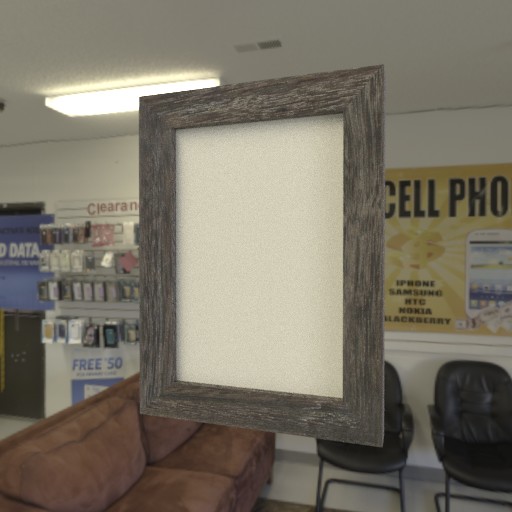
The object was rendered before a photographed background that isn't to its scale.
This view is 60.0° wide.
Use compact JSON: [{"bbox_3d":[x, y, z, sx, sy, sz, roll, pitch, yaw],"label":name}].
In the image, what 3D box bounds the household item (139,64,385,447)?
[{"bbox_3d":[0.000,0.000,0.239,0.133,0.180,0.020,0,1,19],"label":"household item"}]
